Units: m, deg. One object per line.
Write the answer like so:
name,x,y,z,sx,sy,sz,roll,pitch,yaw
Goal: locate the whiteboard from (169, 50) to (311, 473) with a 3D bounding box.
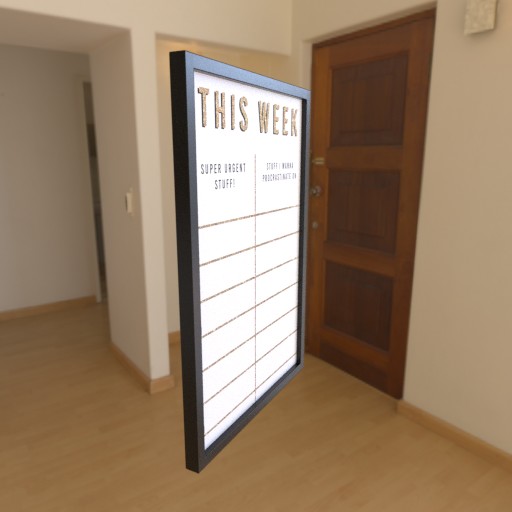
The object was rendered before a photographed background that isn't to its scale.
whiteboard,0.000,0.000,0.797,0.026,0.611,0.406,7,14,29
